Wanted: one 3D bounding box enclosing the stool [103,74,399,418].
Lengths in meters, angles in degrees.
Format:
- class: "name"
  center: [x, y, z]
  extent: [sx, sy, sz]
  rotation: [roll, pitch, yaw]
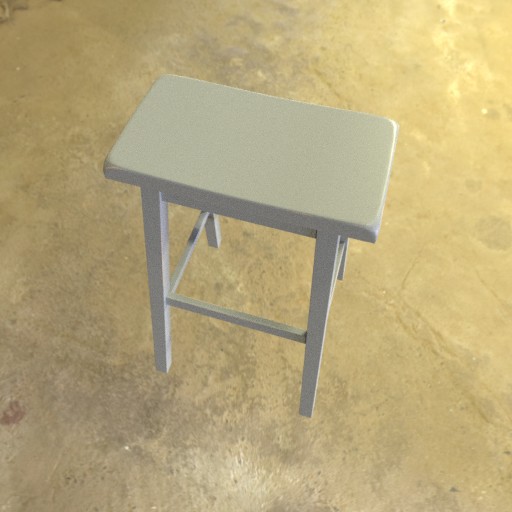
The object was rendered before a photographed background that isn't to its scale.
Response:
- class: "stool"
  center: [0.000, 0.000, 1.043]
  extent: [0.457, 0.737, 0.476]
  rotation: [14, 60, 9]
